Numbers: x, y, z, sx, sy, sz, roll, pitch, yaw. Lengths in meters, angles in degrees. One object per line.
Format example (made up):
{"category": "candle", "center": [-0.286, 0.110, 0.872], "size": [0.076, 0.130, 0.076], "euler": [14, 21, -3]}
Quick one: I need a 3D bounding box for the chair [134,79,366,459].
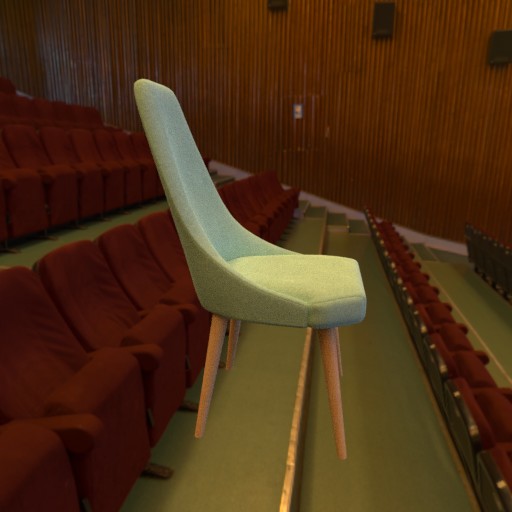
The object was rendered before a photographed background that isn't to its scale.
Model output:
{"category": "chair", "center": [0.000, 0.000, 1.395], "size": [0.660, 1.040, 0.510], "euler": [2, 14, 9]}
